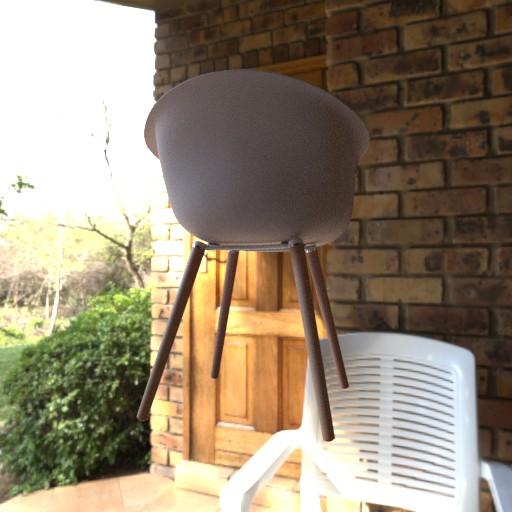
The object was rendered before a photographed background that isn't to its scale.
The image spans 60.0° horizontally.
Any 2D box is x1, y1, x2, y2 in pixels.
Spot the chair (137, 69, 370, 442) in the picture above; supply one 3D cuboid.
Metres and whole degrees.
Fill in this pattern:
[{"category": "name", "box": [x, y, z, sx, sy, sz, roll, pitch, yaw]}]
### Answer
[{"category": "chair", "box": [0.000, 0.000, 1.178, 0.593, 0.781, 0.504, -1, -2, 17]}]
